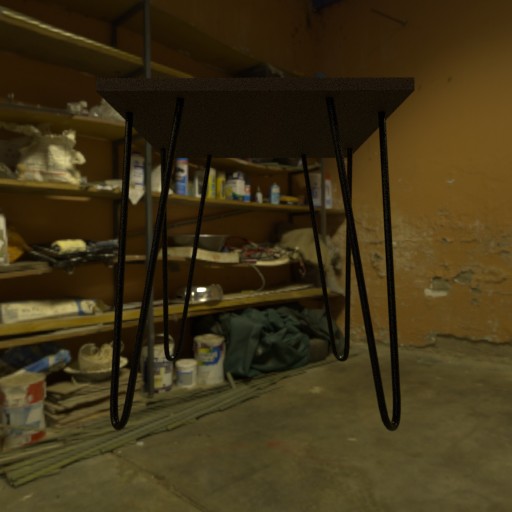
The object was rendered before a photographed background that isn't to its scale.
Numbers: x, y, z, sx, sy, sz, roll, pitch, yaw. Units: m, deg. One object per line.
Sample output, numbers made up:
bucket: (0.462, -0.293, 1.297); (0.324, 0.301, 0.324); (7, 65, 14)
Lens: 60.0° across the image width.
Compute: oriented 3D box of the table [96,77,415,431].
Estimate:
table: (0.000, 0.000, 0.939); (0.495, 0.559, 0.495); (0, 1, 0)
